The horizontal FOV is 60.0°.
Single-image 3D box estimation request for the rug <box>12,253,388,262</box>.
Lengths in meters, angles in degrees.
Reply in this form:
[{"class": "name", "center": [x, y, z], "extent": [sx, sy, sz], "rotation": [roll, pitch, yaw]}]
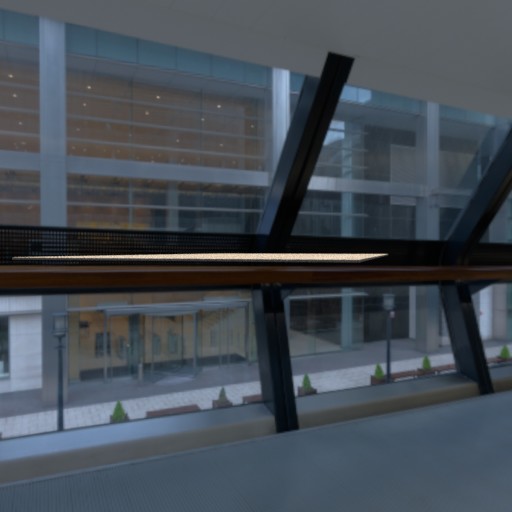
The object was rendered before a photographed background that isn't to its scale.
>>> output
[{"class": "rug", "center": [0.000, 0.000, 2.183], "extent": [1.175, 0.008, 1.783], "rotation": [0, 1, 19]}]
